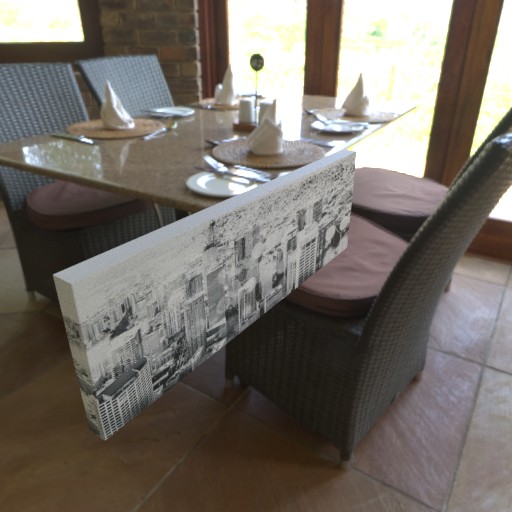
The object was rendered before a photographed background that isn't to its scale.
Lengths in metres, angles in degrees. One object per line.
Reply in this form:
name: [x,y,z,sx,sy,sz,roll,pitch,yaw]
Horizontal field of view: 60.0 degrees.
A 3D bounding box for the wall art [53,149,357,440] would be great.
wall art: [0.000,0.000,0.845,0.038,0.255,0.763,18,32,32]
